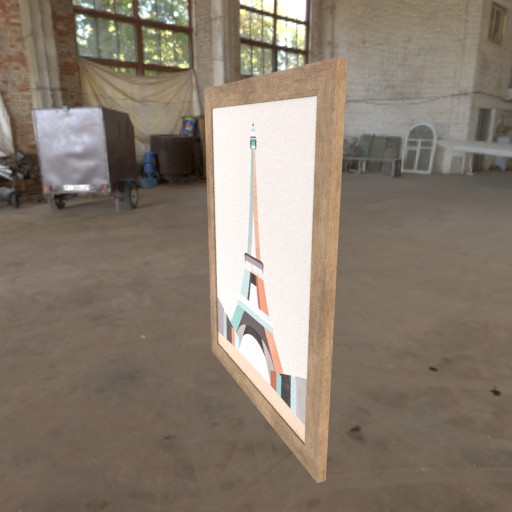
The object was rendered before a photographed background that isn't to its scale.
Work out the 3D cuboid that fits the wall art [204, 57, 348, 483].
[{"bbox_3d":[0.000,0.000,0.915,0.018,0.686,0.534,-7,18,-25],"label":"wall art"}]
